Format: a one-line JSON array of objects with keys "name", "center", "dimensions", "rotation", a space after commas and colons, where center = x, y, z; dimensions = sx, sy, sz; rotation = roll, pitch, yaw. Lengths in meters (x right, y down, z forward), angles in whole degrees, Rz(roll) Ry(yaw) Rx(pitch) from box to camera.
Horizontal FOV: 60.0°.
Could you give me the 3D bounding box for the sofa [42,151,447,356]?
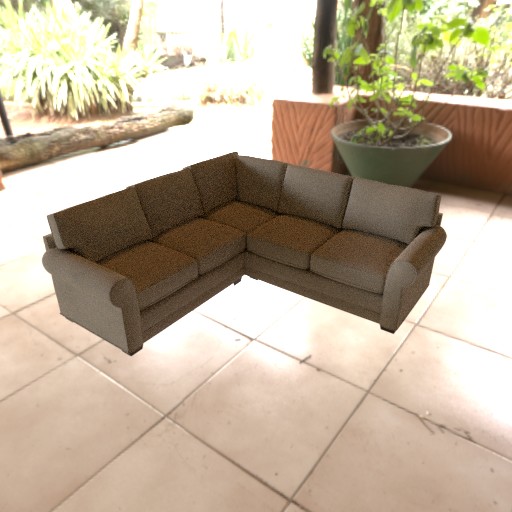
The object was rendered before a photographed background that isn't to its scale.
[{"name": "sofa", "center": [0.000, 0.000, 3.832], "dimensions": [2.569, 1.054, 2.487], "rotation": [18, 32, 31]}]
